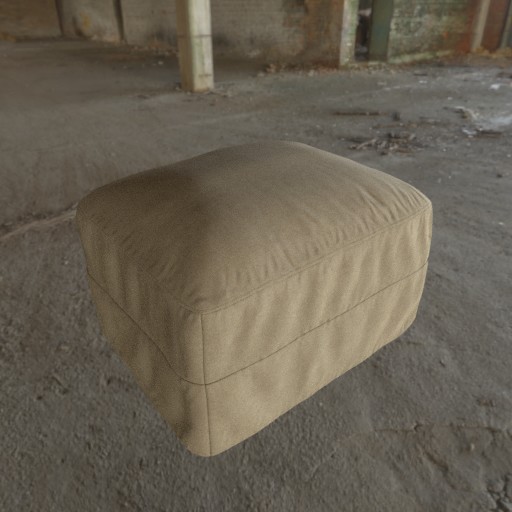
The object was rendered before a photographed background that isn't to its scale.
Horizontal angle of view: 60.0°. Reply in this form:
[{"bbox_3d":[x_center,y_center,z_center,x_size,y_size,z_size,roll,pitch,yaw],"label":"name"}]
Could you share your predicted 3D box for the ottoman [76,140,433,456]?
[{"bbox_3d":[0.000,0.000,1.094,0.712,0.480,0.584,-21,35,-33],"label":"ottoman"}]
